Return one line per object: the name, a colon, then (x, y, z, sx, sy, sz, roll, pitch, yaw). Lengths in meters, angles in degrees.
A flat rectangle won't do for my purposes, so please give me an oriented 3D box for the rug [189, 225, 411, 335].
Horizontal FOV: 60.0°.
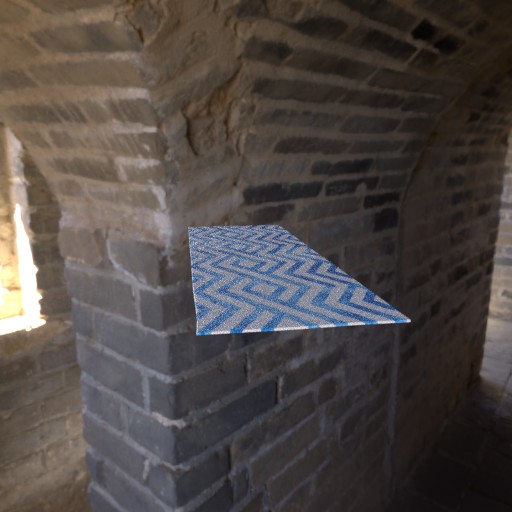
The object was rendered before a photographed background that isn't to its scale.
rug: (0.000, 0.000, 1.725, 0.503, 0.007, 1.492, -2, 13, -9)
